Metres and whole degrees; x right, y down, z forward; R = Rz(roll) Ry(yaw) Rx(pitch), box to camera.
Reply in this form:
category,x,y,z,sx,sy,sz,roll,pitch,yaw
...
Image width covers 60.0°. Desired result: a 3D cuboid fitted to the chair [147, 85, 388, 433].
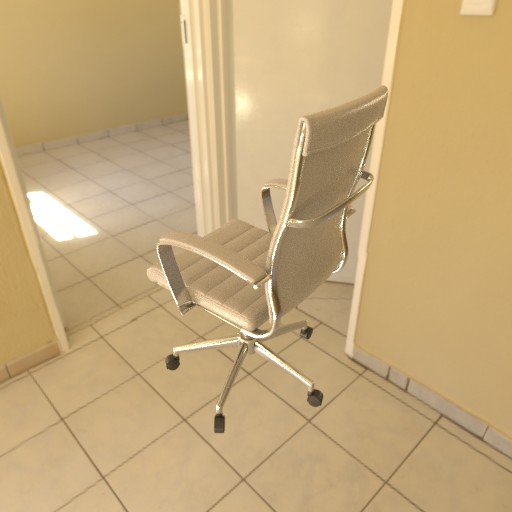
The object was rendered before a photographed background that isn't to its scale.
category,x,y,z,sx,sy,sz,roll,pitch,yaw
chair,0.000,0.000,1.570,0.667,1.149,0.679,21,38,31
